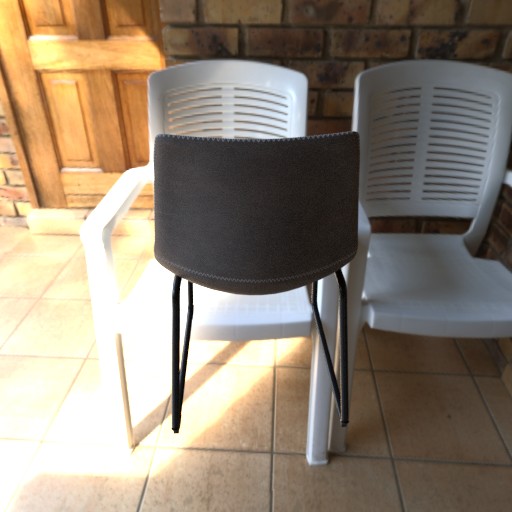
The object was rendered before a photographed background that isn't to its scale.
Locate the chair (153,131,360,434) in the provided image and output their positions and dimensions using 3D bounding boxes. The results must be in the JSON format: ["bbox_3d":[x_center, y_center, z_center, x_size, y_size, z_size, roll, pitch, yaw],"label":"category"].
[{"bbox_3d":[0.000,0.000,1.136,0.460,0.780,0.550,-1,32,-2],"label":"chair"}]
